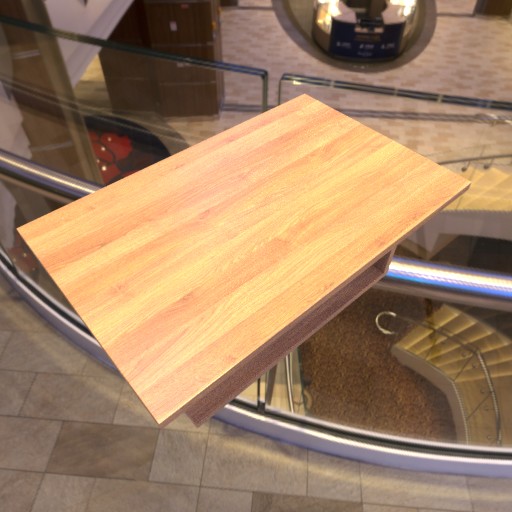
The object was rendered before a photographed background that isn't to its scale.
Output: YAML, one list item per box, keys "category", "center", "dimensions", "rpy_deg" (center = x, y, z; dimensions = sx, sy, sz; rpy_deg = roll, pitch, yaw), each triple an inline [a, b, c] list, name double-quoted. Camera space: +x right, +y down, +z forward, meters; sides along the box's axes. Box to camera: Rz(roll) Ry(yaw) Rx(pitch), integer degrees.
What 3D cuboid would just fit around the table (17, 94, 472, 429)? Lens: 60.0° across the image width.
- category: "table"
  center: [0.000, 0.000, 1.422]
  dimensions: [1.100, 0.442, 0.700]
  rpy_deg: [-33, 56, -26]
